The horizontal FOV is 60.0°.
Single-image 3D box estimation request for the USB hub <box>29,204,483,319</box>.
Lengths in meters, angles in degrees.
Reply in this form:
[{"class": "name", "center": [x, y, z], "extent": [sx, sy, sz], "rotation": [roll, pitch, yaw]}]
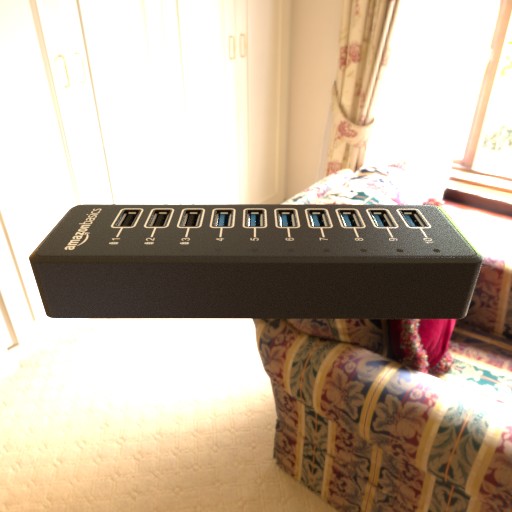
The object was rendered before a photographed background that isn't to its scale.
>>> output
[{"class": "USB hub", "center": [0.000, 0.000, 0.162], "extent": [0.145, 0.023, 0.044], "rotation": [0, 31, 0]}]
